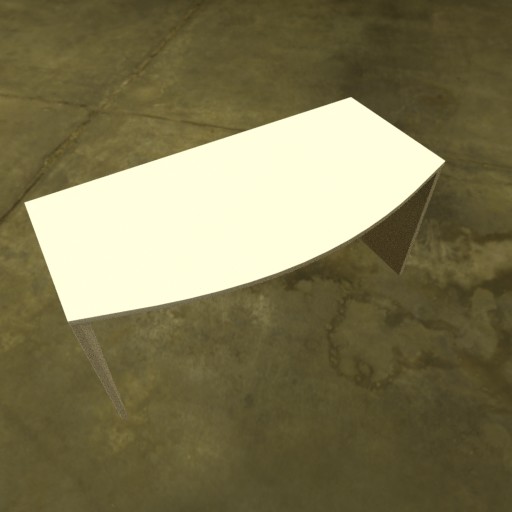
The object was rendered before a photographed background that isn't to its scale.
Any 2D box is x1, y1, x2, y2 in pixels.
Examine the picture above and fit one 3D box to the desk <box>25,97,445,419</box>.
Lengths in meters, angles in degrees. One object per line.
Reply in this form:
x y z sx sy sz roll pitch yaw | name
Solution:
0.000 0.000 2.028 1.600 0.750 0.802 -24 52 -20 | desk
